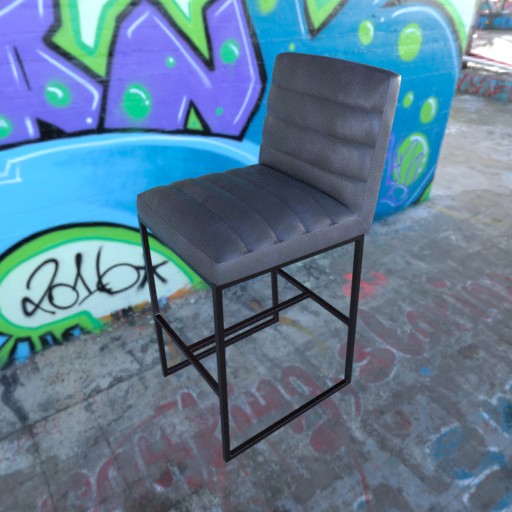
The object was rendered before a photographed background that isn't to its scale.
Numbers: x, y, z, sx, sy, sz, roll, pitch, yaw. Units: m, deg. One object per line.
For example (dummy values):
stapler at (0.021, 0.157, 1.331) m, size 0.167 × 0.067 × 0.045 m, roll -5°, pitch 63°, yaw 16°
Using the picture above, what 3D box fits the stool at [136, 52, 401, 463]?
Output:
stool at (0.000, 0.000, 1.343) m, size 0.562 × 1.065 × 0.463 m, roll -21°, pitch 38°, yaw -30°
